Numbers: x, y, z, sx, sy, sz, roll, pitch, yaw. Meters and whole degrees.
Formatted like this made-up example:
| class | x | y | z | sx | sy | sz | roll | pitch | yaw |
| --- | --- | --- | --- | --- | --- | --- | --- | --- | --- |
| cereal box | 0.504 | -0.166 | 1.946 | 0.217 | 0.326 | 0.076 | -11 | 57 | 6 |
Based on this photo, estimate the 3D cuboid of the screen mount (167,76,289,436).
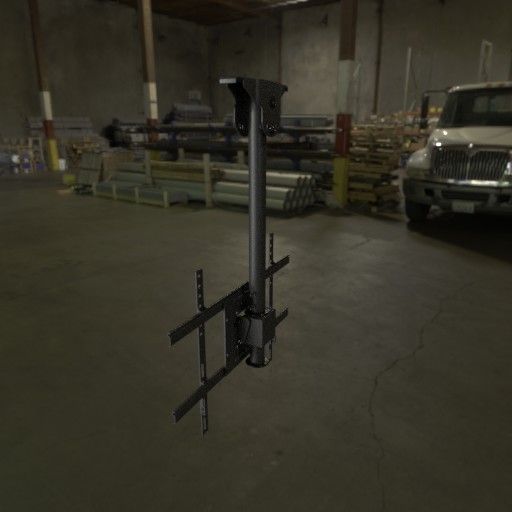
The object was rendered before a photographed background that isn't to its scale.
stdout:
| class | x | y | z | sx | sy | sz | roll | pitch | yaw |
| --- | --- | --- | --- | --- | --- | --- | --- | --- | --- |
| screen mount | 0.000 | 0.000 | 1.056 | 0.090 | 0.775 | 0.595 | 8 | 18 | 25 |
